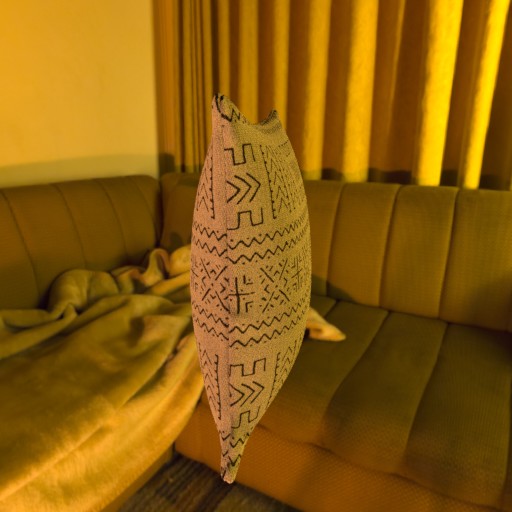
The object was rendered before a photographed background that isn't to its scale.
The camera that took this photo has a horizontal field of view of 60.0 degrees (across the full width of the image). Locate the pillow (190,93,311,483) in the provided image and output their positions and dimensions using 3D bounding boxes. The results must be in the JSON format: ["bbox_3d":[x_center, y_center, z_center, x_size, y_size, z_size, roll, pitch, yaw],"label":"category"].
[{"bbox_3d":[0.000,0.000,0.654,0.164,0.430,0.438,2,16,9],"label":"pillow"}]
